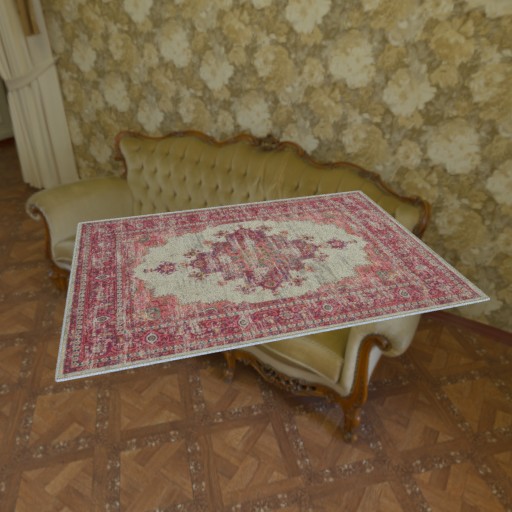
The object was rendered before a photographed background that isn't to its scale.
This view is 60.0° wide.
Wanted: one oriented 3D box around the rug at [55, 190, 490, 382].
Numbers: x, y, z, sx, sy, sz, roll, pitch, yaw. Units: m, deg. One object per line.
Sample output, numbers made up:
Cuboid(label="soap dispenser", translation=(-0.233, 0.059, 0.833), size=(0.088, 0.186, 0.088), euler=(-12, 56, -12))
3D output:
Cuboid(label="rug", translation=(0.000, 0.000, 3.615), size=(2.878, 0.014, 2.005), euler=(-8, 32, -13))
